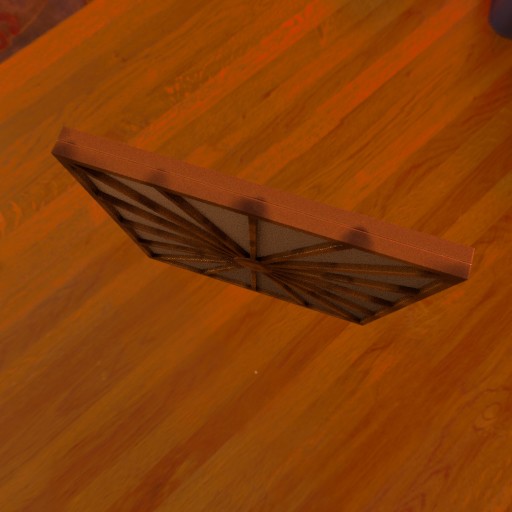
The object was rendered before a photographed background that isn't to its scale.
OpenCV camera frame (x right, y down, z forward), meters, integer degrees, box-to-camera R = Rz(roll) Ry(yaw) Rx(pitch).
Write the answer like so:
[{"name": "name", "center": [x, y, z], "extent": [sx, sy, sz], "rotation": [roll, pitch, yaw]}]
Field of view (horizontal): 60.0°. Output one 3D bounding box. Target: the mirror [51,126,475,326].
[{"name": "mirror", "center": [0.000, 0.000, 0.762], "extent": [0.509, 0.507, 0.042], "rotation": [17, 76, 4]}]
